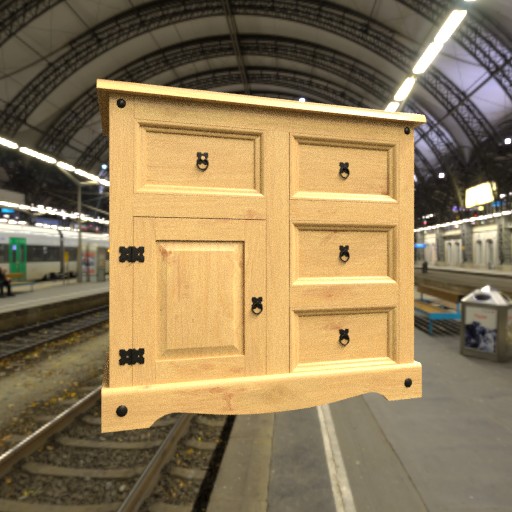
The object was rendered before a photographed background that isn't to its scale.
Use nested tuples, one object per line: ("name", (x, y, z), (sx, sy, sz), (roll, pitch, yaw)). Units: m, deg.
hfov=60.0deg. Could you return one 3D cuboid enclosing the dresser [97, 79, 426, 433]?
("dresser", (0.000, 0.000, 1.380), (0.915, 0.835, 0.440), (0, 0, -17))
